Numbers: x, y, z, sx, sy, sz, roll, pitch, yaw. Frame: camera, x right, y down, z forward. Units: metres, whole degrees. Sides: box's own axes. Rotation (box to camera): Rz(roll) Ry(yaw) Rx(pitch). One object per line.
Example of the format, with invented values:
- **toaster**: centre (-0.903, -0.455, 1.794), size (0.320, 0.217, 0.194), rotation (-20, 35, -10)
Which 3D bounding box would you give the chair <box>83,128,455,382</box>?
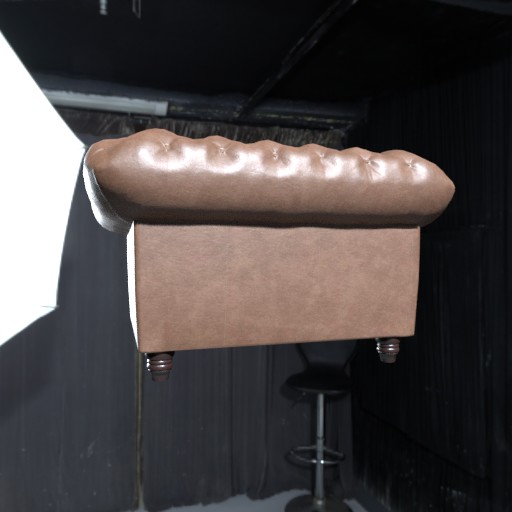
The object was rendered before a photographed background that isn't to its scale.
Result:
- **chair**: centre (0.000, 0.000, 1.815), size (1.298, 0.784, 0.954), rotation (0, 0, -17)
